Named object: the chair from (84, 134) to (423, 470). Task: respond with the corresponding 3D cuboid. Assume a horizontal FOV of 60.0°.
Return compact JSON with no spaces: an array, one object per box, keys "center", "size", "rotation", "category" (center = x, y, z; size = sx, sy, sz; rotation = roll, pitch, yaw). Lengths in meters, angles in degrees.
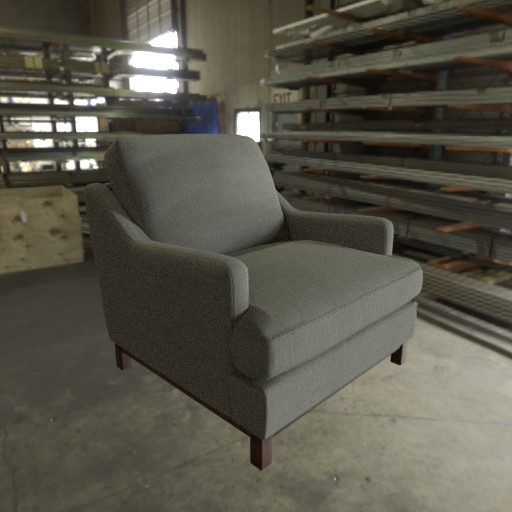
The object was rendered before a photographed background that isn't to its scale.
[{"center":[0.000,0.000,1.553],"size":[0.892,0.821,0.826],"rotation":[15,22,43],"category":"chair"}]
